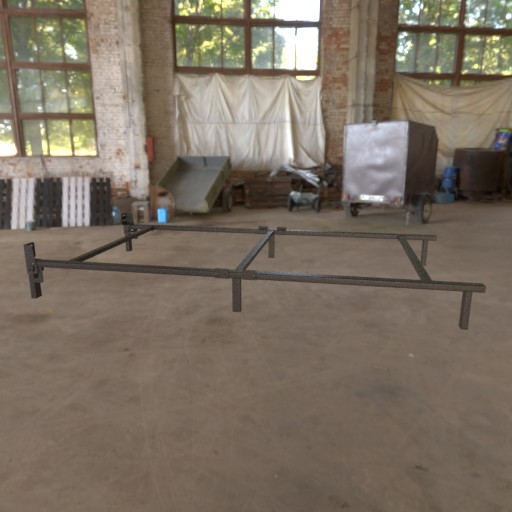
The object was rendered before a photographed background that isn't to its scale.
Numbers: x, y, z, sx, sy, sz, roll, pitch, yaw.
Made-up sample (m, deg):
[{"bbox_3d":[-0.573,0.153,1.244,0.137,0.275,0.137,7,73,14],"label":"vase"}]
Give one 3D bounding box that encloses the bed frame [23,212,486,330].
[{"bbox_3d":[0.000,0.000,2.258,1.897,0.248,0.968,3,15,11],"label":"bed frame"}]
